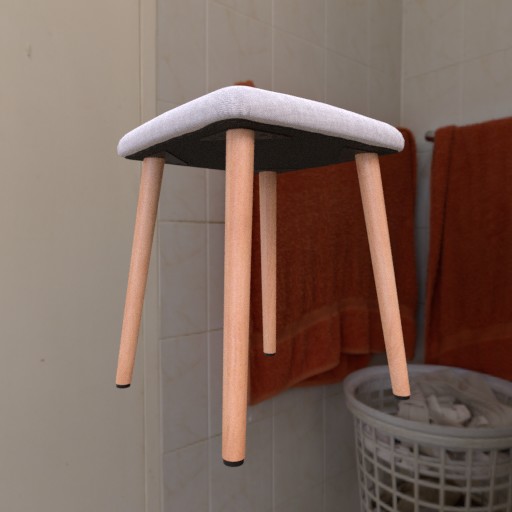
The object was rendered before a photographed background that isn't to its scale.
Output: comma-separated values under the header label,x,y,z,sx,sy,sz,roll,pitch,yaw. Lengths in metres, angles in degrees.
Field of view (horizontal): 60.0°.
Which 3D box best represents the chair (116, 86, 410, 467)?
label,x,y,z,sx,sy,sz,roll,pitch,yaw
chair,0.000,0.000,0.708,0.350,0.440,0.350,-2,3,-38
